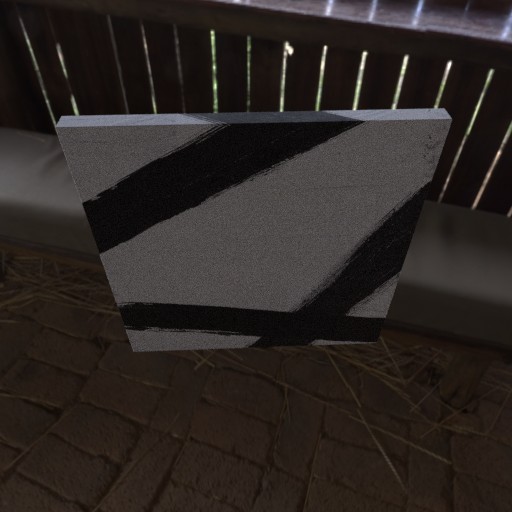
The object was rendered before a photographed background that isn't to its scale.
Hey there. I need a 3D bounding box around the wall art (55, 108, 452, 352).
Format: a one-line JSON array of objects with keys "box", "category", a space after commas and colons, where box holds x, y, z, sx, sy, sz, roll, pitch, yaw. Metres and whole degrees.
[{"box": [0.000, 0.000, 1.138, 0.765, 0.765, 0.046, -2, 45, -2], "category": "wall art"}]
